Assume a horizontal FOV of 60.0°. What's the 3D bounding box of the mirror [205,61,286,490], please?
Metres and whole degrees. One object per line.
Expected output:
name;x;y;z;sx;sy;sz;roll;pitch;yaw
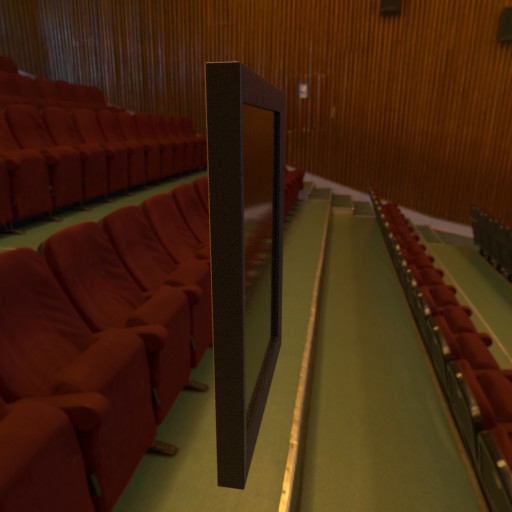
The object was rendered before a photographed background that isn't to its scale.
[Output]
mirror;0.000;0.000;0.693;0.041;0.508;0.405;3;16;10
